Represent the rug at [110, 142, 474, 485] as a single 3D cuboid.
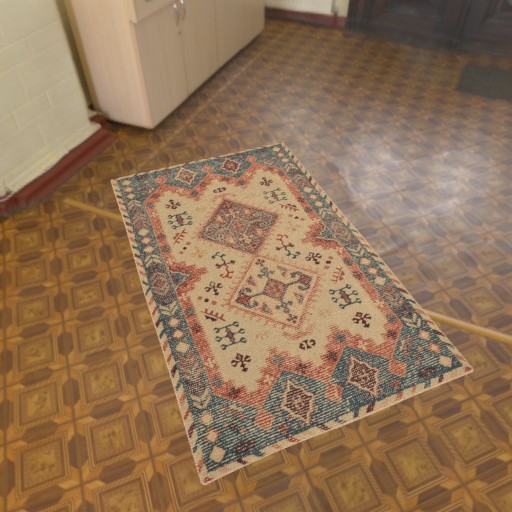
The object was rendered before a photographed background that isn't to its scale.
[{"bbox_3d":[0.000,0.000,2.959,1.521,0.023,2.464,-16,48,-15],"label":"rug"}]
